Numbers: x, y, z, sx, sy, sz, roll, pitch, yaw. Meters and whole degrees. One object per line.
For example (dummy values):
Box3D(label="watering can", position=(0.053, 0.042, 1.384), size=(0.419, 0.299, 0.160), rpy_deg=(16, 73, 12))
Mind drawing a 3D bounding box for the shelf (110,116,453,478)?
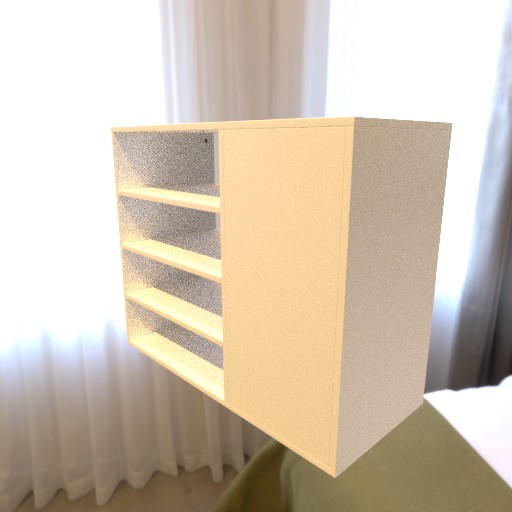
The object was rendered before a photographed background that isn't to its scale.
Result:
Box3D(label="shelf", position=(0.000, 0.000, 1.289), size=(0.396, 0.732, 0.895), rpy_deg=(-14, 20, -42))
